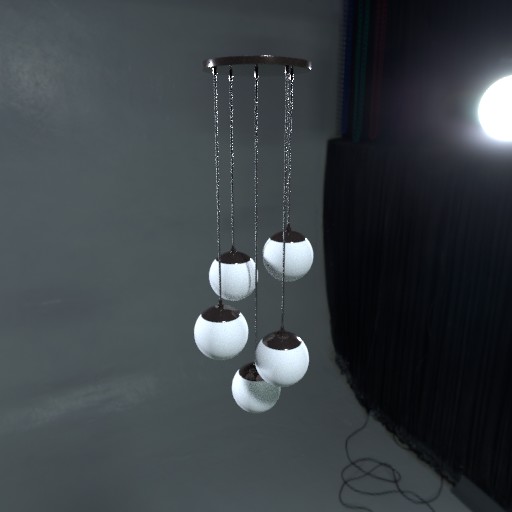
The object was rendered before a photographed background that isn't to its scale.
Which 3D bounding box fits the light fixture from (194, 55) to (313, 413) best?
[{"bbox_3d":[0.000,0.000,1.581,0.489,1.271,0.484,-8,19,-26],"label":"light fixture"}]
